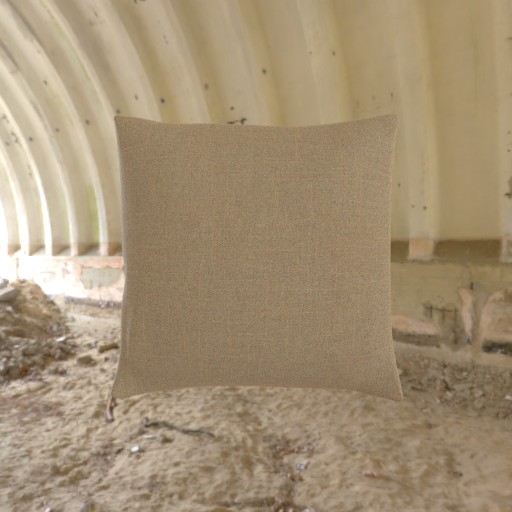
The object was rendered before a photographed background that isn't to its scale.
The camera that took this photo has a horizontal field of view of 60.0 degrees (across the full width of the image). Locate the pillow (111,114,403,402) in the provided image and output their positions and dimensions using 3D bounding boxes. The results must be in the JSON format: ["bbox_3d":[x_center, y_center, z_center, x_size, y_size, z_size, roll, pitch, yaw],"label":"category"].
[{"bbox_3d":[0.000,0.000,0.766,0.496,0.491,0.219,0,0,1],"label":"pillow"}]
